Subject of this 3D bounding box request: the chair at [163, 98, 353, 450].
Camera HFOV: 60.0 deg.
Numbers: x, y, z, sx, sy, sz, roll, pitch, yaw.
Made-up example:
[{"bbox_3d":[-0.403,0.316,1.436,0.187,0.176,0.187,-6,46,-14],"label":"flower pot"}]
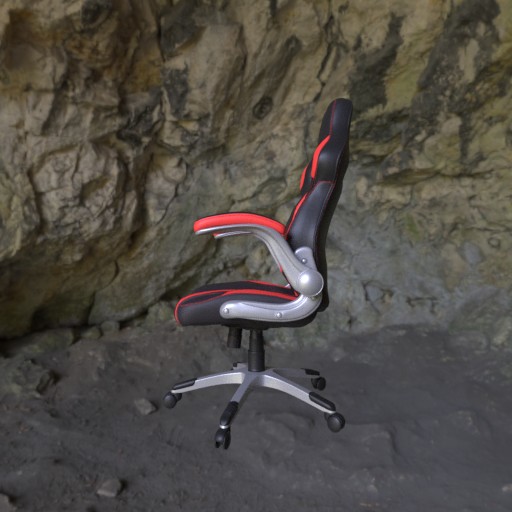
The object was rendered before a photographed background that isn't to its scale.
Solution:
[{"bbox_3d":[0.000,0.000,1.693,0.712,1.165,0.758,0,1,1],"label":"chair"}]
